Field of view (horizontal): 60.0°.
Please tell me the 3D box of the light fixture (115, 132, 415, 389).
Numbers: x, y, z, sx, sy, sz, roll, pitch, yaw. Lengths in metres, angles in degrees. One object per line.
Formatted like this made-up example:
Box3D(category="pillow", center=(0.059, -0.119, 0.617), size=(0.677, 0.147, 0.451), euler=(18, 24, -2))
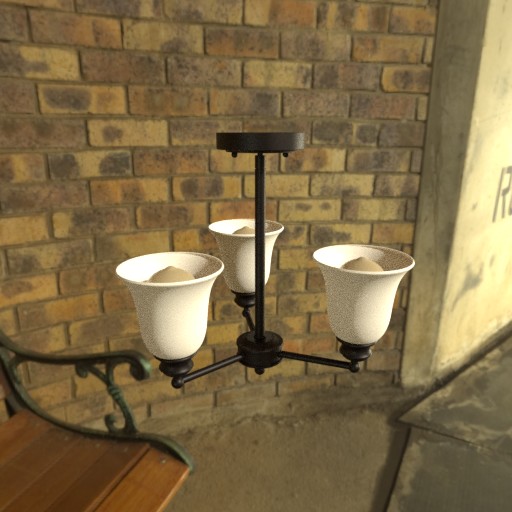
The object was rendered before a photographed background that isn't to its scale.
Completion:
Box3D(category="light fixture", center=(0.000, 0.000, 0.689), size=(0.388, 0.370, 0.354), euler=(-3, 16, -9))
